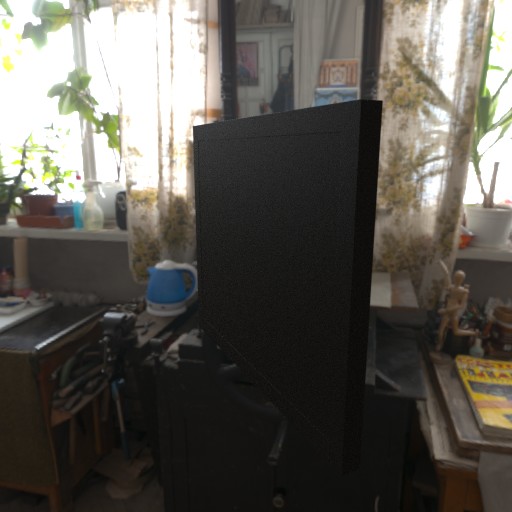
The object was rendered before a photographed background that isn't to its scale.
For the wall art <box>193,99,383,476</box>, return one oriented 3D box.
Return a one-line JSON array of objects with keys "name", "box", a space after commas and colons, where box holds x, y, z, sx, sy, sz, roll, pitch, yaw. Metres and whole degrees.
[{"name": "wall art", "box": [0.000, 0.000, 0.764, 0.029, 0.457, 0.558, -6, 15, -25]}]
